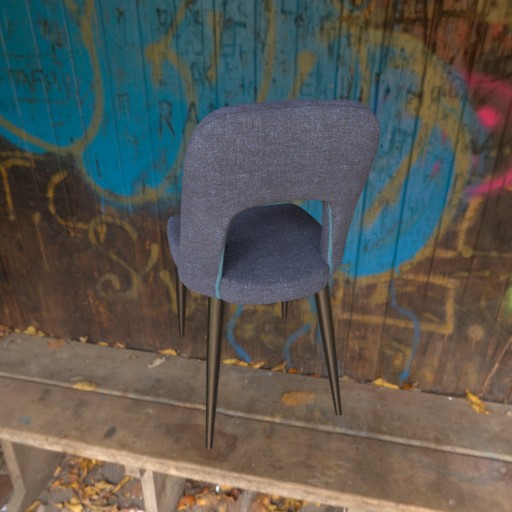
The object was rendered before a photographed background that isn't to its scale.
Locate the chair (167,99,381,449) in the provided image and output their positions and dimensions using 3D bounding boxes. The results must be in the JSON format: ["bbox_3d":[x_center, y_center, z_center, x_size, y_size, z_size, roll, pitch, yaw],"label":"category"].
[{"bbox_3d":[0.000,0.000,1.283,0.470,0.931,0.612,-8,28,-14],"label":"chair"}]
